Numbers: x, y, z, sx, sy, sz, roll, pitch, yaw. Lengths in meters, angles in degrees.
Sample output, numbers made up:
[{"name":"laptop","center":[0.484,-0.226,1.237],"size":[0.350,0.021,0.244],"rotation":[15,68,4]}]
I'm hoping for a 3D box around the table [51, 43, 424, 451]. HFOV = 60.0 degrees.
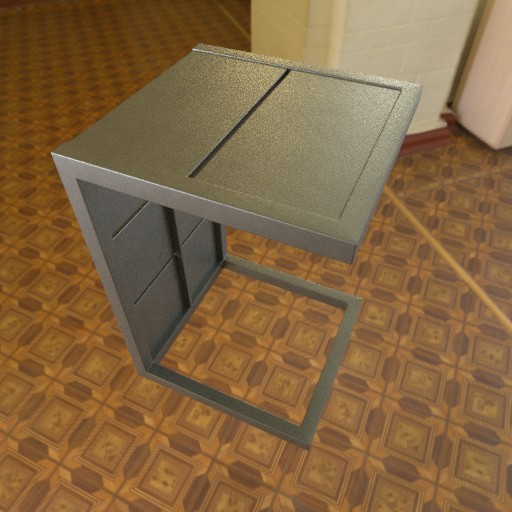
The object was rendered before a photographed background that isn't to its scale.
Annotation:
[{"name":"table","center":[0.000,0.000,0.879],"size":[0.420,0.609,0.405],"rotation":[18,49,17]}]
